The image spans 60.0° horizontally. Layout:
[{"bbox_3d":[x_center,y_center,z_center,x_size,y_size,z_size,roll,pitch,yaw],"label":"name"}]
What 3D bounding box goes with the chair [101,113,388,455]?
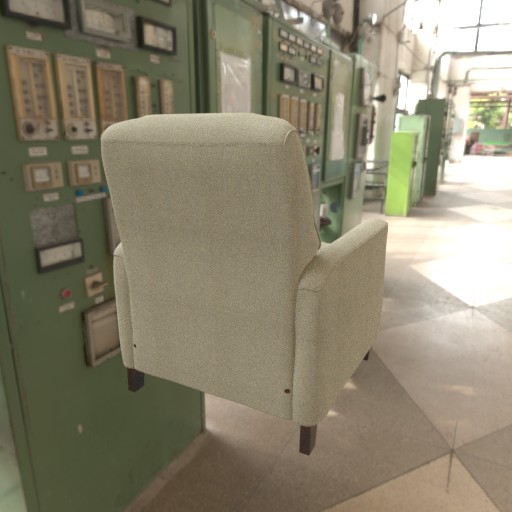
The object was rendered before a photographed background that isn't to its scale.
[{"bbox_3d":[0.000,0.000,1.681,0.850,1.006,0.853,8,18,28],"label":"chair"}]
